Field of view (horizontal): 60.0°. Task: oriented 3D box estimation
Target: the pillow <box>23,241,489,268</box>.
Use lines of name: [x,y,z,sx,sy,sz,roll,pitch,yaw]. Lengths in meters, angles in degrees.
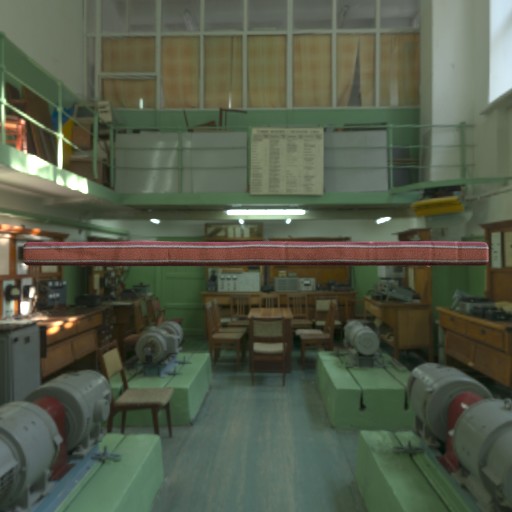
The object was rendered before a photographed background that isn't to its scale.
pillow: [0.000,0.000,1.319,1.187,0.081,0.492,0,0,0]
